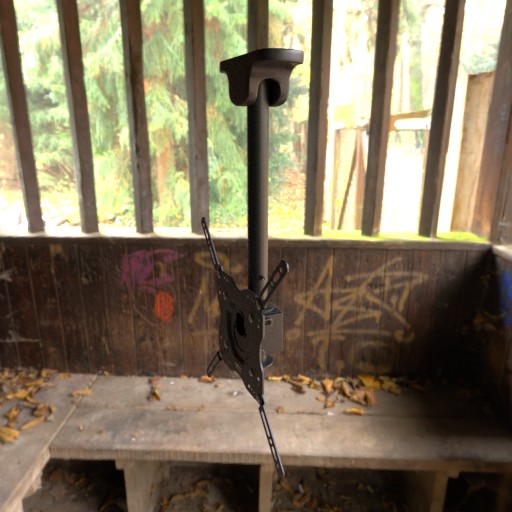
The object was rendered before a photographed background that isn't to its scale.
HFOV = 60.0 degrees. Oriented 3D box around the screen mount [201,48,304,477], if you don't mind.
[{"bbox_3d":[0.000,0.000,0.881,0.090,0.729,0.393,-8,18,-25],"label":"screen mount"}]
